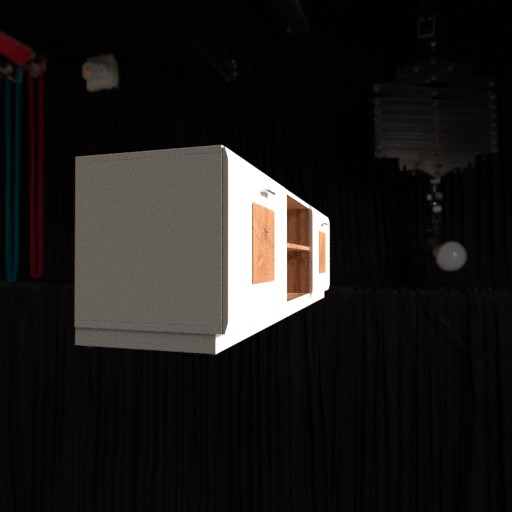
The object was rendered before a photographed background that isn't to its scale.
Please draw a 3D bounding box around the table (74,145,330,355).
[{"bbox_3d":[0.000,0.000,1.704,0.400,0.440,1.550,0,-1,17],"label":"table"}]
